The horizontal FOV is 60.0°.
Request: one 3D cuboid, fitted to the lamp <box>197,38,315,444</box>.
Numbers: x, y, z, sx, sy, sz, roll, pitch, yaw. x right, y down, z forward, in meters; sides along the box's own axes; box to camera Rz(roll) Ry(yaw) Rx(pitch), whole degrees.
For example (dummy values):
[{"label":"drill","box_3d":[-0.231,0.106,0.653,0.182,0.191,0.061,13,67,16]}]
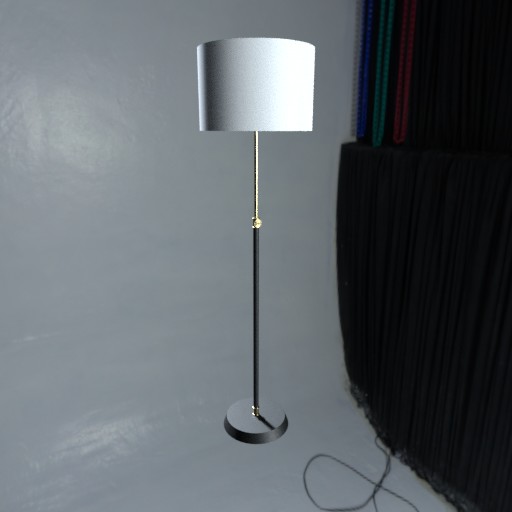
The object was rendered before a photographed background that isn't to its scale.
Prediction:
[{"label":"lamp","box_3d":[0.000,0.000,1.735,0.404,1.517,0.404,-8,18,-26]}]
